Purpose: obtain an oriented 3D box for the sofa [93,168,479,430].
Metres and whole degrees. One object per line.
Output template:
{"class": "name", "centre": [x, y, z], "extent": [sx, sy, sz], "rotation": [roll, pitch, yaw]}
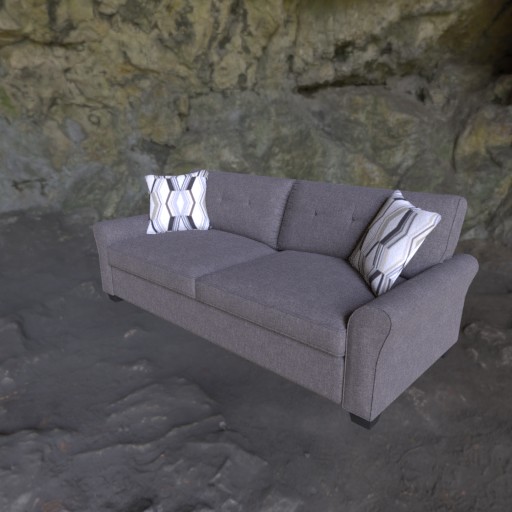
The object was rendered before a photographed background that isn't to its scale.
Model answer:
{"class": "sofa", "centre": [0.000, 0.000, 2.444], "extent": [2.032, 0.813, 0.889], "rotation": [15, 22, 41]}
